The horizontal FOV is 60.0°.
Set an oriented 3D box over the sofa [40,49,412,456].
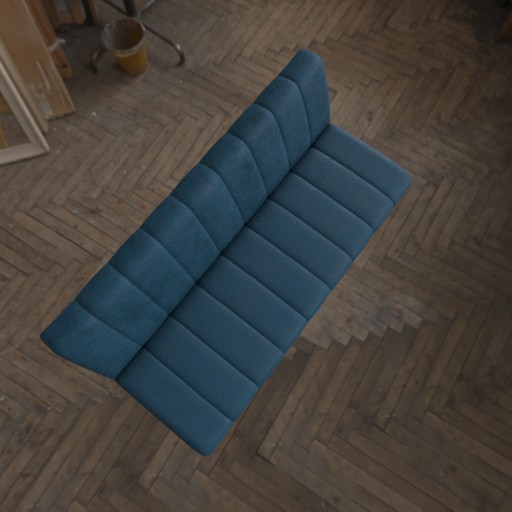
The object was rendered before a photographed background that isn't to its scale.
[{"bbox_3d":[0.000,0.000,2.274,0.830,0.825,1.810,37,76,10],"label":"sofa"}]
